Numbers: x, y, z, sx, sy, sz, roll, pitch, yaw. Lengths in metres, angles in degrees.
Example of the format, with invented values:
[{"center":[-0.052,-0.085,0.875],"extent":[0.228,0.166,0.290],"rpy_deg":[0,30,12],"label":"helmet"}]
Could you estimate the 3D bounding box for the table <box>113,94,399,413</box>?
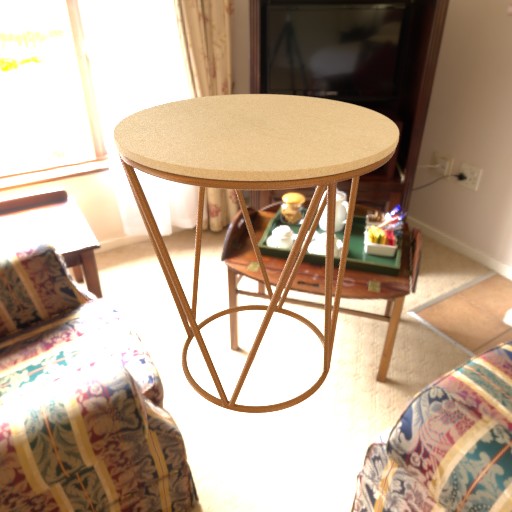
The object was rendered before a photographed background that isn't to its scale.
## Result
[{"center":[0.000,0.000,0.947],"extent":[0.500,0.564,0.500],"rpy_deg":[0,31,0],"label":"table"}]
